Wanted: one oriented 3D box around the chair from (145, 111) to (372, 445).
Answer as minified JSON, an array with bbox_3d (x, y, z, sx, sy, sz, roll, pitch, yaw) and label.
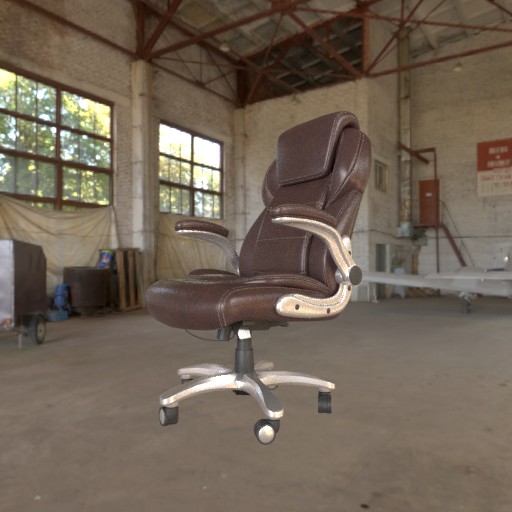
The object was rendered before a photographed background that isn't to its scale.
[{"bbox_3d":[0.000,0.000,1.700,0.774,1.160,0.733,1,-1,-36],"label":"chair"}]
